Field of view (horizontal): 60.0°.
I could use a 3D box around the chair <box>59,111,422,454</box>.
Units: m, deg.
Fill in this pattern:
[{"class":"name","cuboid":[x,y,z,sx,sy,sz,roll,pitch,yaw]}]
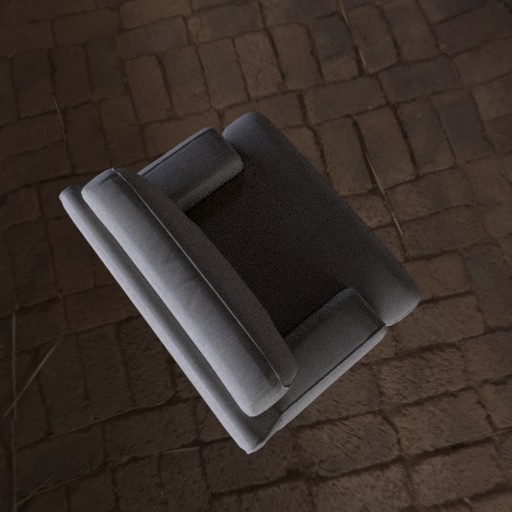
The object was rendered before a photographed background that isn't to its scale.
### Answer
[{"class":"chair","cuboid":[0.000,0.000,2.014,1.043,0.974,1.270,-38,79,-9]}]
